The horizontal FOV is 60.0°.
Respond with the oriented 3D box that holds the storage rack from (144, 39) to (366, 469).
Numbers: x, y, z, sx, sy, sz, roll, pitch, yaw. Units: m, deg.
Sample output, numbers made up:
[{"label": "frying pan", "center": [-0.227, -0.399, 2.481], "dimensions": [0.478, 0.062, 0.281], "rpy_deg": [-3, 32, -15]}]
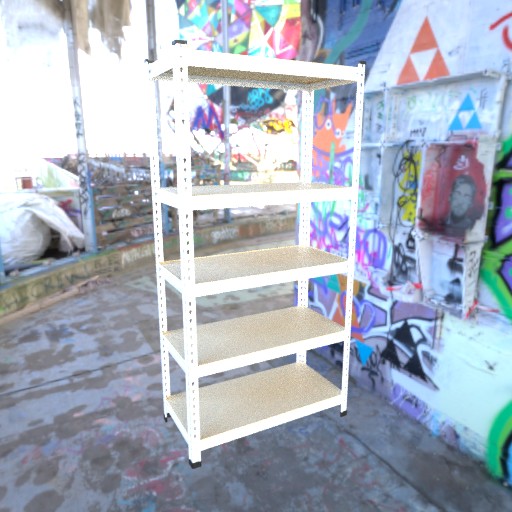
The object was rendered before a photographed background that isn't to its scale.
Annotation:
[{"label": "storage rack", "center": [0.000, 0.000, 2.235], "dimensions": [0.914, 1.829, 0.457], "rpy_deg": [-7, 16, -27]}]
